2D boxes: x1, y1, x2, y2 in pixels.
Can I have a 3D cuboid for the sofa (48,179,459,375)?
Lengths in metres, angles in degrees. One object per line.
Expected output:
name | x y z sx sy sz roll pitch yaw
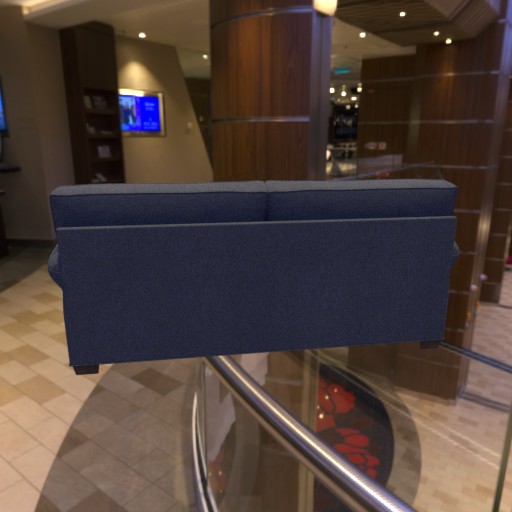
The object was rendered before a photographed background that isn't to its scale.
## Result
sofa | 0.000 0.000 2.877 2.391 1.026 0.954 -2 15 -8
